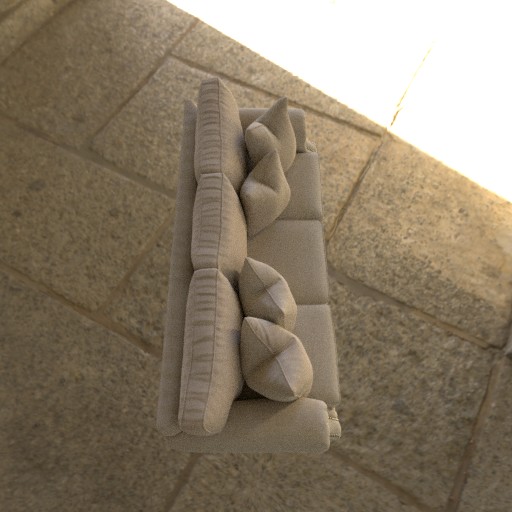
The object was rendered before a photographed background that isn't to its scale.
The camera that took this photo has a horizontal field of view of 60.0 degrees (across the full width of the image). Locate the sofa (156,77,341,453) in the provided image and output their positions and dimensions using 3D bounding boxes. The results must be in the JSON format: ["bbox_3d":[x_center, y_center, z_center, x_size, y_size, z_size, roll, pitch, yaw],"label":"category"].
[{"bbox_3d":[0.000,0.000,2.829,0.965,0.975,2.312,0,63,0],"label":"sofa"}]
